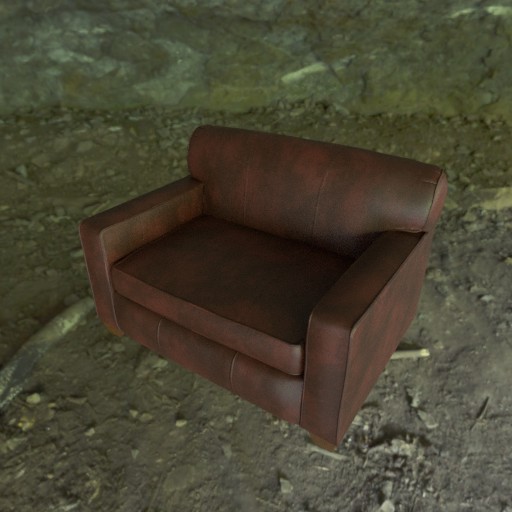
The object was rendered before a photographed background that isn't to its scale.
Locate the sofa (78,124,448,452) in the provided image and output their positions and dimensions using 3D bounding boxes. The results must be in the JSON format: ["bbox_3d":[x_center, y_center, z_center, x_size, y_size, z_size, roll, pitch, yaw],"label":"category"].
[{"bbox_3d":[0.000,0.000,2.116,1.413,0.956,1.000,19,35,29],"label":"sofa"}]
